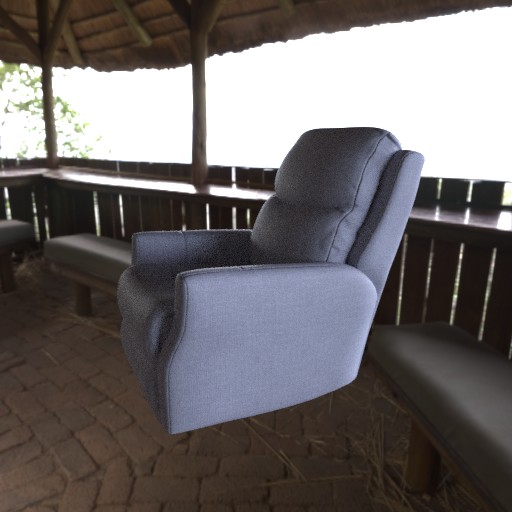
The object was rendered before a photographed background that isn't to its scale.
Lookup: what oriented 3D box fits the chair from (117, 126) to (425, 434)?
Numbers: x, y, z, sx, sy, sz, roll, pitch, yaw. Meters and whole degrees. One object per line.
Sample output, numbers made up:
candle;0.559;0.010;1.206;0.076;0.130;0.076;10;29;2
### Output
chair;0.000;0.000;1.832;1.080;1.030;0.829;-7;16;-25
